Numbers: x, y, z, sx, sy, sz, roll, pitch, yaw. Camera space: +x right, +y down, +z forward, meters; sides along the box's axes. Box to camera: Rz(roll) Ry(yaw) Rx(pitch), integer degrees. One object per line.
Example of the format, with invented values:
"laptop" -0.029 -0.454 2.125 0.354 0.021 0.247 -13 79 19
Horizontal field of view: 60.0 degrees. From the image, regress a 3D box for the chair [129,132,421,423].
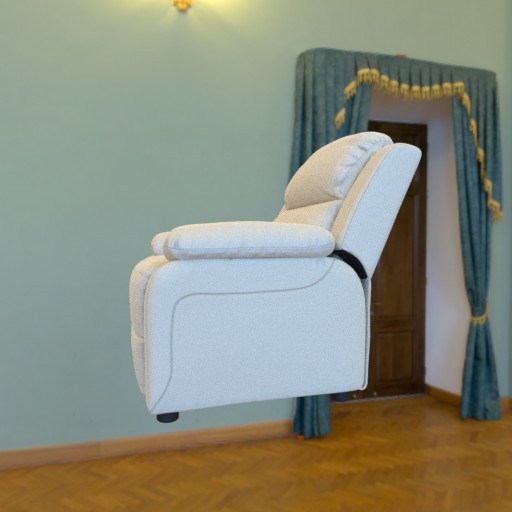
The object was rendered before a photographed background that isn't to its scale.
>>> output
"chair" 0.000 0.000 1.290 0.709 0.702 0.680 0 1 -16
